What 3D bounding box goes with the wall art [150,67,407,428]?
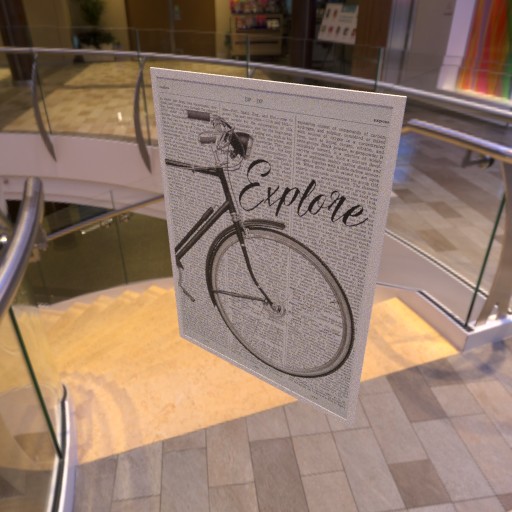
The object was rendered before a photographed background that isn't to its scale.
[{"bbox_3d":[0.000,0.000,0.815,0.457,0.610,0.003,20,36,30],"label":"wall art"}]
